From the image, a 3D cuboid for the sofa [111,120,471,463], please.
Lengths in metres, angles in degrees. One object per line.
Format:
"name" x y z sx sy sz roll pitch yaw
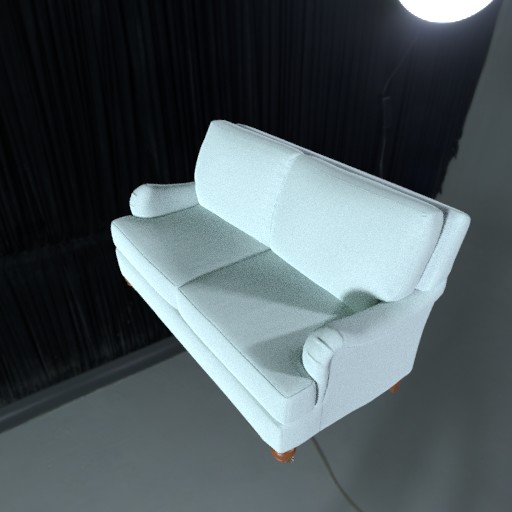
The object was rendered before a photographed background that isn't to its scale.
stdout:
"sofa" 0.000 0.000 2.532 1.084 1.101 1.853 -22 38 -30
